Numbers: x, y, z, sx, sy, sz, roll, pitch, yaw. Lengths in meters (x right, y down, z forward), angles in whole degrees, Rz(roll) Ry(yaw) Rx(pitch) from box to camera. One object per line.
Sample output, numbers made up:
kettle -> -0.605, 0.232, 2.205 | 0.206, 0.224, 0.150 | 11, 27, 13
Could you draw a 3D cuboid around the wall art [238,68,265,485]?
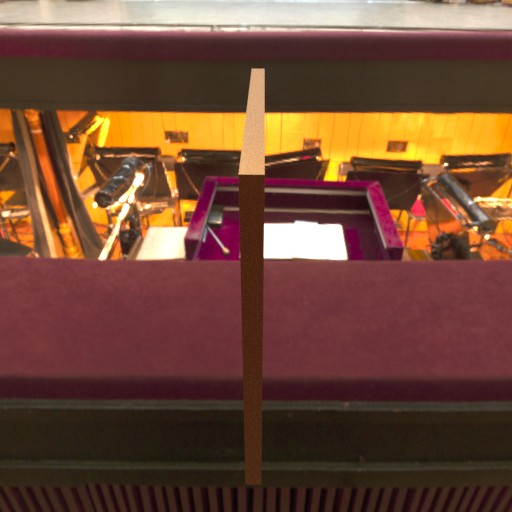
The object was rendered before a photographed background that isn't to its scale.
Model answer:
wall art -> 0.000, 0.000, 1.140 | 0.036, 0.765, 0.767 | 0, 33, 1
